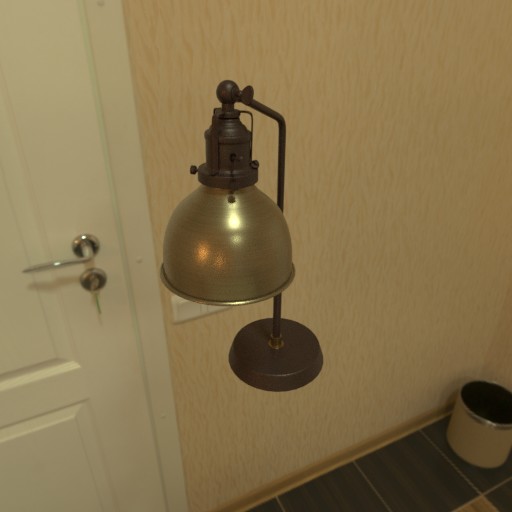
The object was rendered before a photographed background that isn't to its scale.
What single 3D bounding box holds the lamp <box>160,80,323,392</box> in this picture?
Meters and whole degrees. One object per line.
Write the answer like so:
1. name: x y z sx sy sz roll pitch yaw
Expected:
1. lamp: 0.000 0.000 0.611 0.175 0.469 0.298 19 35 30
